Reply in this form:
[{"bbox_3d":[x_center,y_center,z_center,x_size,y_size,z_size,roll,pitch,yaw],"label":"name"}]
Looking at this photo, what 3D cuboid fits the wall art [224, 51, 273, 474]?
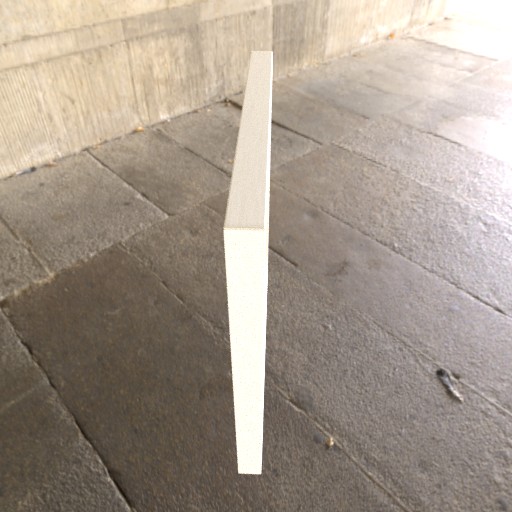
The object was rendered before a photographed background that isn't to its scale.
[{"bbox_3d":[0.000,0.000,0.750,0.038,0.508,0.508,2,41,2],"label":"wall art"}]
